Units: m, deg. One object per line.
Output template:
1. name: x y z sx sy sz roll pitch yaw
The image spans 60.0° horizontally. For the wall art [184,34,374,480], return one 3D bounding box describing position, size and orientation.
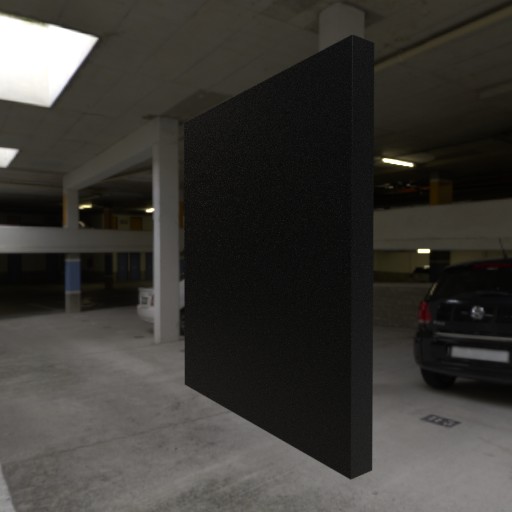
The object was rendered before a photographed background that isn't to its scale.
1. wall art: 0.000 0.000 0.520 0.028 0.380 0.325 -1 1 -35
